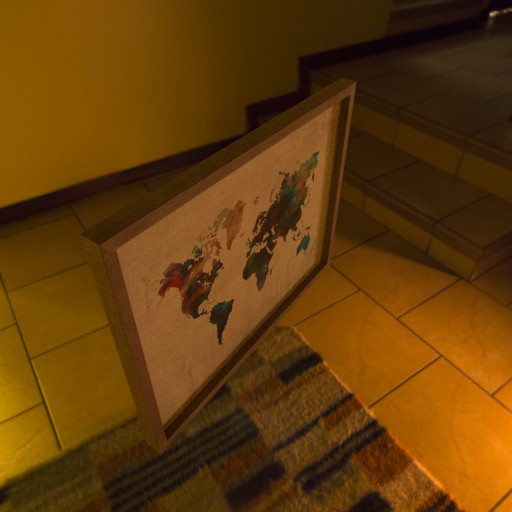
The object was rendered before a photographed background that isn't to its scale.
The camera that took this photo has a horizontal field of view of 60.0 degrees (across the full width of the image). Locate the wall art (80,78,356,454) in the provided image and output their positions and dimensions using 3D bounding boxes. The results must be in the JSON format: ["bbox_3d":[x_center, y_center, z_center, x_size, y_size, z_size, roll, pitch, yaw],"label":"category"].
[{"bbox_3d":[0.000,0.000,1.758,0.070,1.009,1.320,25,46,26],"label":"wall art"}]
